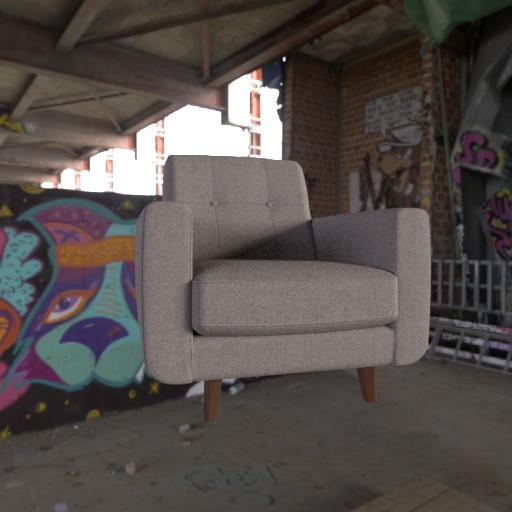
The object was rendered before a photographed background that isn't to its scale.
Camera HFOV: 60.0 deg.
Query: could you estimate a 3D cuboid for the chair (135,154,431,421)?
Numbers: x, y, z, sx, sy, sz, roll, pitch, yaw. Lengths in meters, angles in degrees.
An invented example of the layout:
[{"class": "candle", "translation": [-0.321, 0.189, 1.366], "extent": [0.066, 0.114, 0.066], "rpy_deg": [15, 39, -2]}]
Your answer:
[{"class": "chair", "translation": [0.000, 0.000, 1.592], "extent": [0.831, 0.839, 0.907], "rpy_deg": [0, 1, -16]}]
